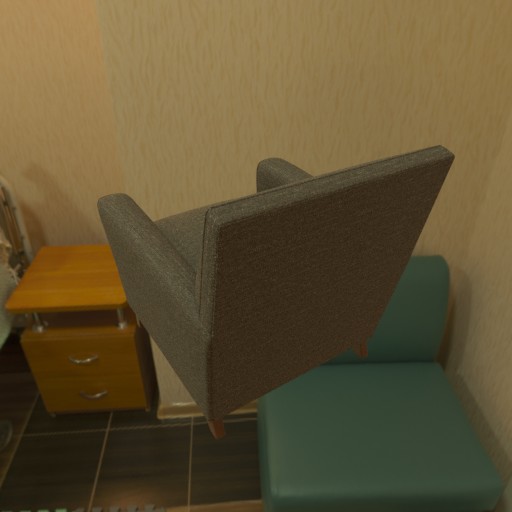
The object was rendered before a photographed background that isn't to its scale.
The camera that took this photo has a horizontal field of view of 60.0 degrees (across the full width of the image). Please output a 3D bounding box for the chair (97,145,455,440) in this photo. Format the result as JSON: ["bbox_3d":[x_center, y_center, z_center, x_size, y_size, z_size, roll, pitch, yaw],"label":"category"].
[{"bbox_3d":[0.000,0.000,1.590,0.838,0.885,0.875,-19,37,-28],"label":"chair"}]
